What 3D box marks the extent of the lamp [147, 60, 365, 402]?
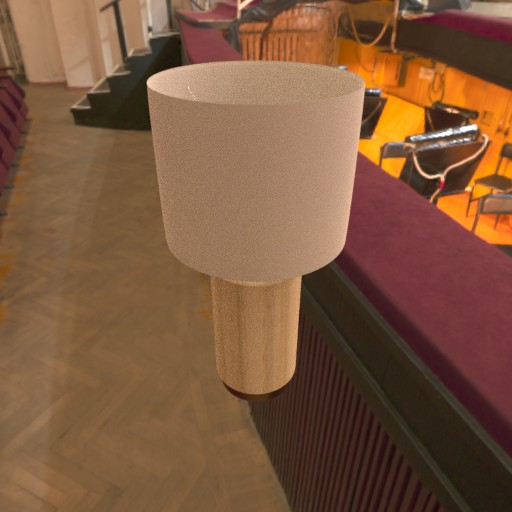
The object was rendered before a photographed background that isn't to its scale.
[{"bbox_3d":[0.000,0.000,0.586,0.228,0.444,0.228,-11,34,-16],"label":"lamp"}]
